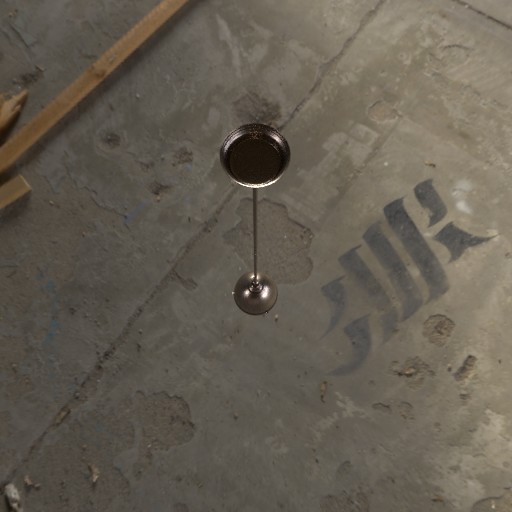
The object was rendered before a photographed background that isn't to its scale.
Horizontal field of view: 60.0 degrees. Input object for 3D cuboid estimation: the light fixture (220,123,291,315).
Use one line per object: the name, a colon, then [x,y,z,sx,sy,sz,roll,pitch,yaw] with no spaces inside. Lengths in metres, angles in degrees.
light fixture: [0.000,0.000,1.467,0.211,1.367,0.217,-34,77,-9]
